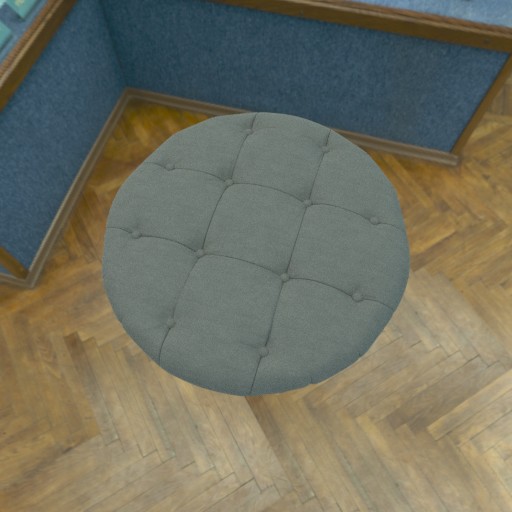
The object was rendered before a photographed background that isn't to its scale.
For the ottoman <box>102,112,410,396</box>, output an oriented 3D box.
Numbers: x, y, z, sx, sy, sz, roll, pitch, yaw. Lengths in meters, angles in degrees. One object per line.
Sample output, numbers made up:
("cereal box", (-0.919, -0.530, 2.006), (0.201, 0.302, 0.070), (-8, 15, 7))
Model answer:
("ottoman", (0.000, 0.000, 1.414), (0.901, 0.439, 0.901), (0, 64, 0))
